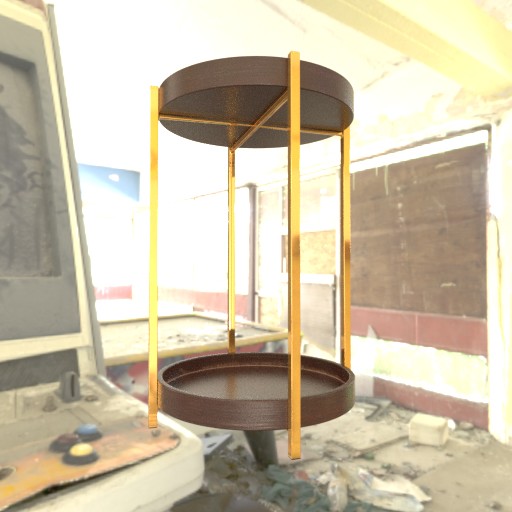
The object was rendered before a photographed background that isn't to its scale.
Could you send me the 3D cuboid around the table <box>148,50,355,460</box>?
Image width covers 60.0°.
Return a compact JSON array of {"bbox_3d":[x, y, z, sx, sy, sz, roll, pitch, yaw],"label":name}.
[{"bbox_3d":[0.000,0.000,0.852,0.400,0.610,0.400,0,-1,-17],"label":"table"}]
